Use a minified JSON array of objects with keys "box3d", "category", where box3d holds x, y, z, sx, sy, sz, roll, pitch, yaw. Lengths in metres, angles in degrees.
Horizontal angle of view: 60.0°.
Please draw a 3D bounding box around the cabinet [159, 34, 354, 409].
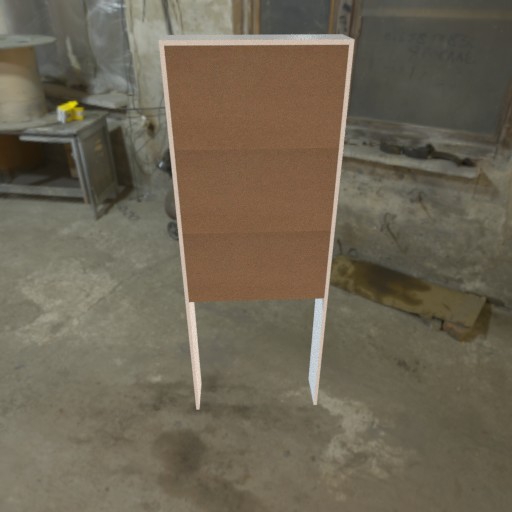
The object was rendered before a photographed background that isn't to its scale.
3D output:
[{"box3d":[0.000,0.000,1.991,0.643,1.770,0.192,-1,31,-2],"category":"cabinet"}]
